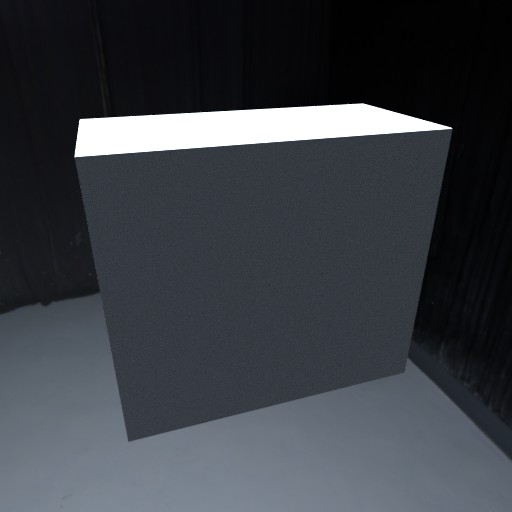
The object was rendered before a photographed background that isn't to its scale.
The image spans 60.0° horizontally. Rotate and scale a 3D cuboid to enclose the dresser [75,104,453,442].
[{"bbox_3d":[0.000,0.000,1.265,0.830,0.740,0.420,-8,28,-16],"label":"dresser"}]
